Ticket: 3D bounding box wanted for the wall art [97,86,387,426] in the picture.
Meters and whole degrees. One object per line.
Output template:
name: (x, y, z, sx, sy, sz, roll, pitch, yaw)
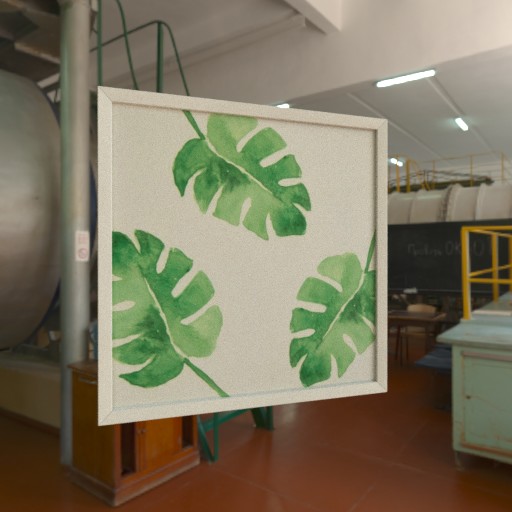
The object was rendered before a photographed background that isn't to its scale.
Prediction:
wall art: (0.000, 0.000, 1.133, 0.762, 0.762, 0.040, 0, 0, -19)
